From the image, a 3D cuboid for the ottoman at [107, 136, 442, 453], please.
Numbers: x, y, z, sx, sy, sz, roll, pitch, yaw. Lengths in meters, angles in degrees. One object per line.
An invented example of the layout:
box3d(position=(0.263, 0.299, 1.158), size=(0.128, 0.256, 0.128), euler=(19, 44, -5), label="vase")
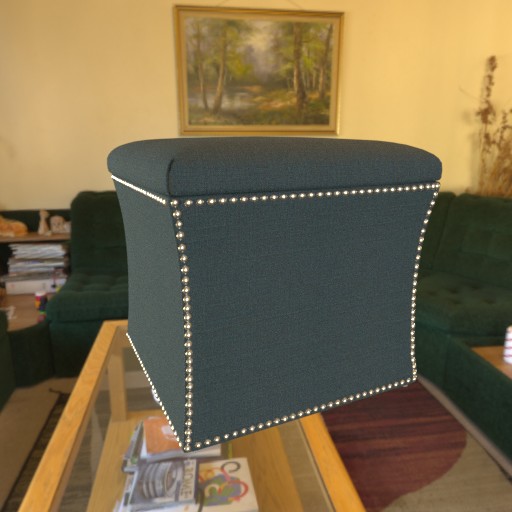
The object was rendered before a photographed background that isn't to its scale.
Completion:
box3d(position=(0.000, 0.000, 0.911), size=(0.507, 0.475, 0.497), euler=(-7, 17, -25), label="ottoman")
